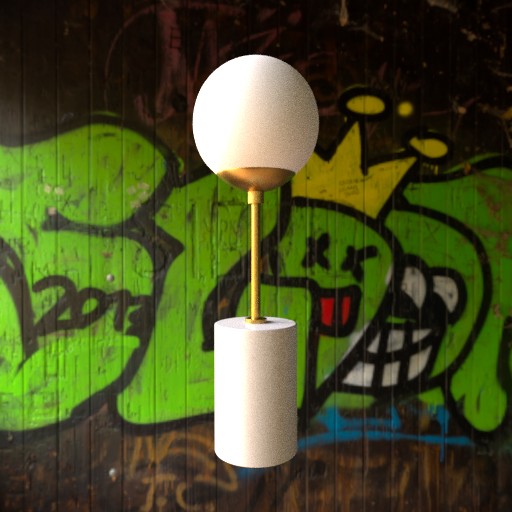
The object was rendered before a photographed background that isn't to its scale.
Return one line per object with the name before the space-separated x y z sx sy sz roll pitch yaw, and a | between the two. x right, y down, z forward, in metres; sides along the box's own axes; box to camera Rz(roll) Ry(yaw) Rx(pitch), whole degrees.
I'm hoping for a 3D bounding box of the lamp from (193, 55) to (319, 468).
lamp | 0.000 0.000 0.548 0.153 0.480 0.153 0 1 0
